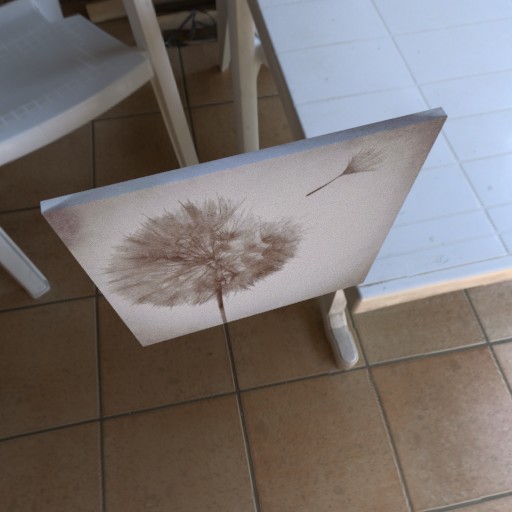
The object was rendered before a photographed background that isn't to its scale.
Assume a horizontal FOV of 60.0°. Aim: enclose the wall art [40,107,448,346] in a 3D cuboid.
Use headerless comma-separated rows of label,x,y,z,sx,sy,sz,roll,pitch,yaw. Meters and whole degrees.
wall art,0.000,0.000,1.138,0.762,0.762,0.027,-15,63,-8
